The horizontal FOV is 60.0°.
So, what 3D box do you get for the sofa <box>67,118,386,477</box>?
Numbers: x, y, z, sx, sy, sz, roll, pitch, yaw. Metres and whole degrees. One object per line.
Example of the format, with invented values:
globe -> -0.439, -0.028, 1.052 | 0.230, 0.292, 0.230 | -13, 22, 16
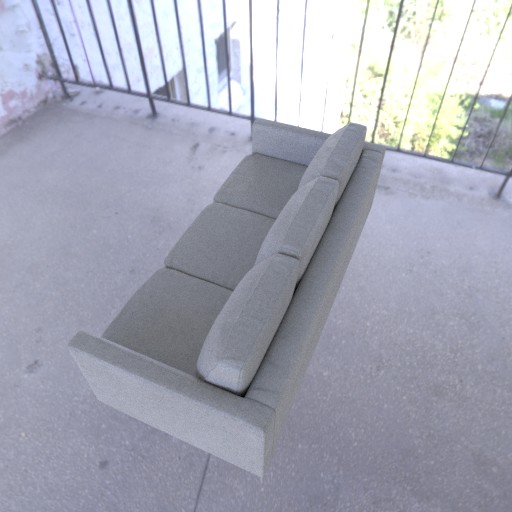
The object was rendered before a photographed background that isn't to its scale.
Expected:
sofa -> 0.000, 0.000, 2.502 | 0.944, 0.918, 1.983 | 18, 50, 16
